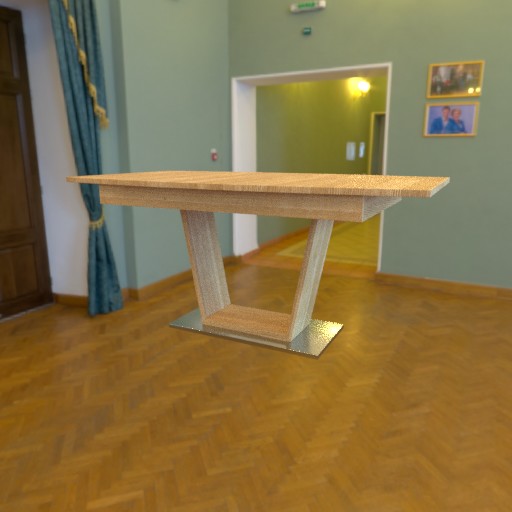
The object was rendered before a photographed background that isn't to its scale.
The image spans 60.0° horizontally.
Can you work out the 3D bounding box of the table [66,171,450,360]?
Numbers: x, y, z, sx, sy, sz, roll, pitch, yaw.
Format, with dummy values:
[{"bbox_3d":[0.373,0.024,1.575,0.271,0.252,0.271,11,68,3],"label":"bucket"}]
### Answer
[{"bbox_3d":[0.000,0.000,2.132,1.598,0.748,0.900,7,15,26],"label":"table"}]
